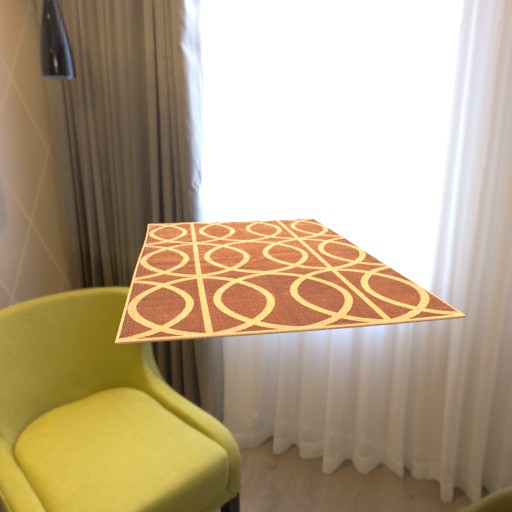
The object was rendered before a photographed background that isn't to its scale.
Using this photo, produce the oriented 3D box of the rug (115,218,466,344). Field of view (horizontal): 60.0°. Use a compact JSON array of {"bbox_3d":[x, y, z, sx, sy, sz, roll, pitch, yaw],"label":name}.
[{"bbox_3d":[0.000,0.000,2.933,1.526,0.014,2.290,-3,16,-10],"label":"rug"}]
